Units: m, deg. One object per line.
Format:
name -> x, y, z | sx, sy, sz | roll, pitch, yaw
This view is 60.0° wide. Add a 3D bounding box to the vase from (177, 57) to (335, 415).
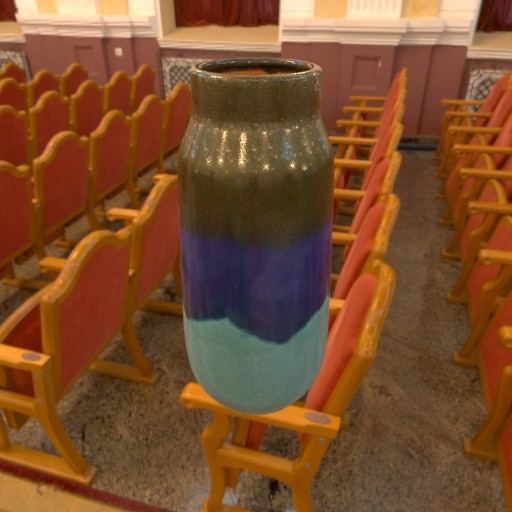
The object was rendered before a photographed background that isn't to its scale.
vase -> 0.000, 0.000, 0.392 | 0.139, 0.313, 0.139 | 0, 31, 0
